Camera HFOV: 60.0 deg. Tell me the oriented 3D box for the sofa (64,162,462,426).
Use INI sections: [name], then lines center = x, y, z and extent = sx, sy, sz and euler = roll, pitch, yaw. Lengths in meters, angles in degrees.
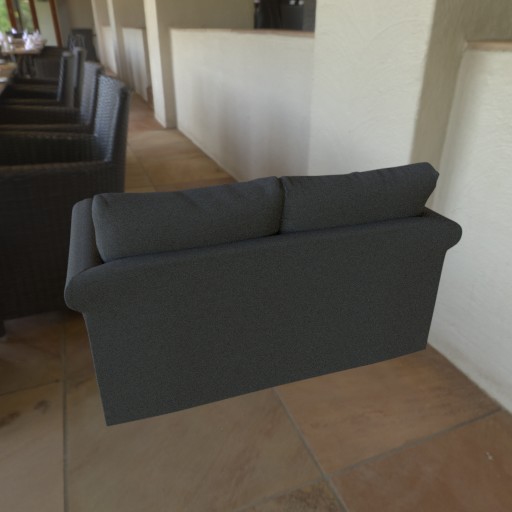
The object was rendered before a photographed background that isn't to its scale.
[sofa]
center = 0.000, 0.000, 1.918
extent = 1.460, 0.872, 0.741
euler = -9, 29, -16
